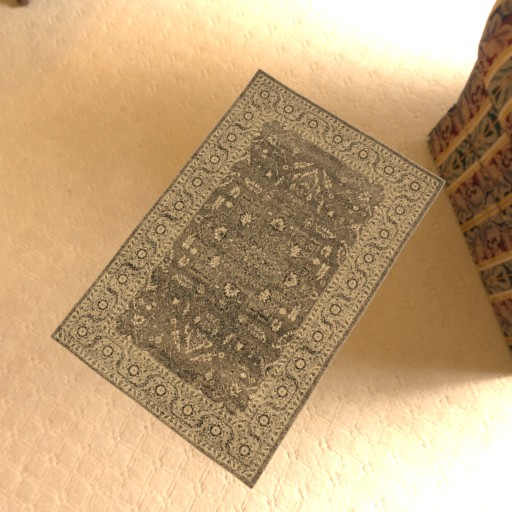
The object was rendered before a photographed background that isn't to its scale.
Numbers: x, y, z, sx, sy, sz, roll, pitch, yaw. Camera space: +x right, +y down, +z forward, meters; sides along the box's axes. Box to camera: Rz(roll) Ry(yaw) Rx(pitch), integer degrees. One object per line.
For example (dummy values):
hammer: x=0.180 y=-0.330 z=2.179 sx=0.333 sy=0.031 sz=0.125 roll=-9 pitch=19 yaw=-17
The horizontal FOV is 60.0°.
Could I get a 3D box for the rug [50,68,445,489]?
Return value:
rug: x=0.000 y=0.000 z=2.264 sx=1.209 sy=0.019 sz=1.828 roll=34 pitch=79 yaw=8
